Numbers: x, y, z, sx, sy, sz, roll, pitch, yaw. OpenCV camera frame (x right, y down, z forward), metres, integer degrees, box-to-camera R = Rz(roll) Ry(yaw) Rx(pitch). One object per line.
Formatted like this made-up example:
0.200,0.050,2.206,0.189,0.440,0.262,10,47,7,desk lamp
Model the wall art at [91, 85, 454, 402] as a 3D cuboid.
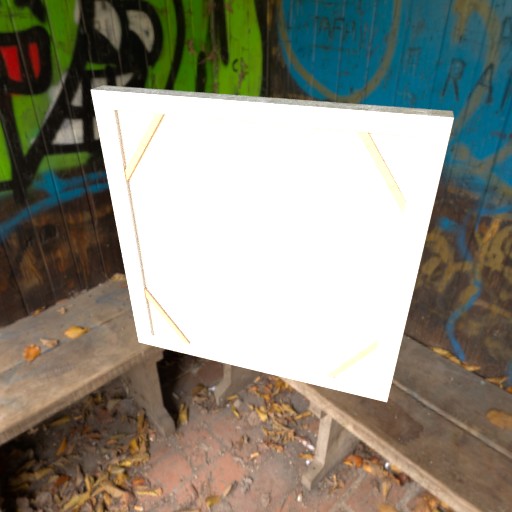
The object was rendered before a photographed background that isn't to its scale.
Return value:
0.000,0.000,0.893,0.610,0.610,0.038,10,34,15,wall art
